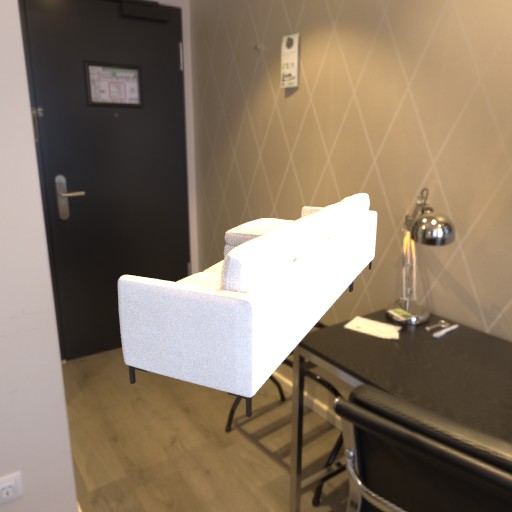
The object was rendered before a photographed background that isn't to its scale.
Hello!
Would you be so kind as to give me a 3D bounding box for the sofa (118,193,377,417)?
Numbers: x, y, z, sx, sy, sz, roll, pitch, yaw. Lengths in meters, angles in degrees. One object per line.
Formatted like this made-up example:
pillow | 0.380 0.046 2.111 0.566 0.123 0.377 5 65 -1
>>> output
sofa | 0.000 0.000 3.849 1.467 0.875 3.186 7 16 25
